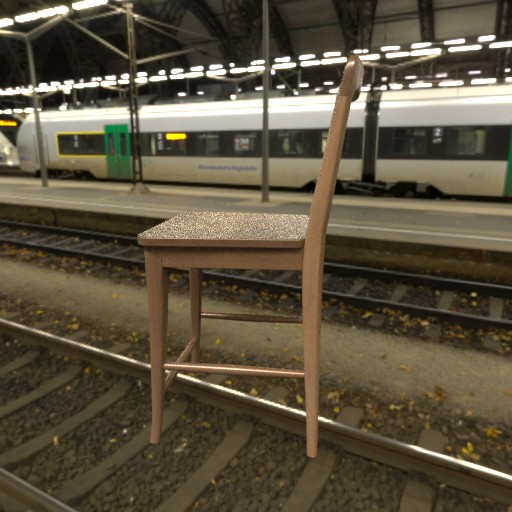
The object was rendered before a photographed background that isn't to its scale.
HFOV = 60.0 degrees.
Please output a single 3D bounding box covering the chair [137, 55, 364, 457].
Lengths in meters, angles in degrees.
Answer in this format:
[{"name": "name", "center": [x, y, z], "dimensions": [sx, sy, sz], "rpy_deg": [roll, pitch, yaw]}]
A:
[{"name": "chair", "center": [0.000, 0.000, 1.280], "dimensions": [0.546, 0.991, 0.450], "rpy_deg": [2, 14, 8]}]
